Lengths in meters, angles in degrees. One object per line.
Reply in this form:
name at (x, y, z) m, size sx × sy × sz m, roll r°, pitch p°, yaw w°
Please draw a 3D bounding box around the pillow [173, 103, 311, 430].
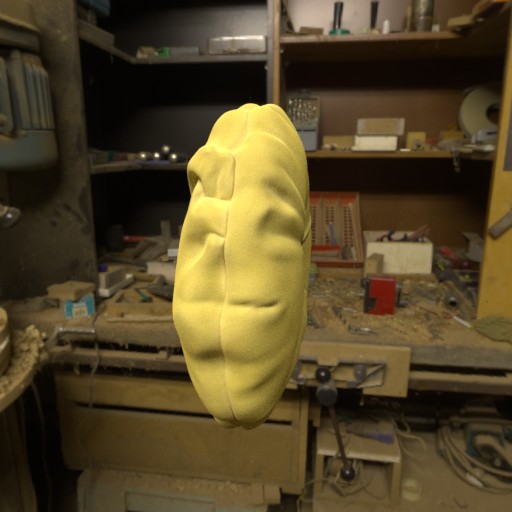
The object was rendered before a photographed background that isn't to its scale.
pillow at (0.000, 0.000, 0.626) m, size 0.148 × 0.407 × 0.428 m, roll 2°, pitch 15°, yaw 9°
